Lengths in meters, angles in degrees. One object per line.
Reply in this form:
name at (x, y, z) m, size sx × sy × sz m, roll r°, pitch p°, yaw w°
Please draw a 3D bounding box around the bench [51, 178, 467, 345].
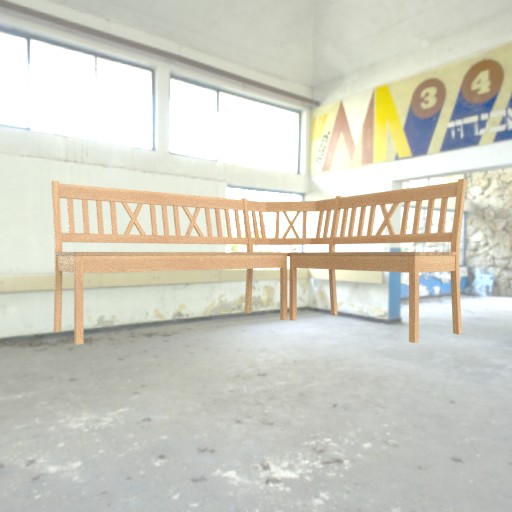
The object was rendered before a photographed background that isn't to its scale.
bench at (0.000, 0.000, 2.640) m, size 1.937 × 0.902 × 1.537 m, roll 0°, pitch 0°, yaw -37°
